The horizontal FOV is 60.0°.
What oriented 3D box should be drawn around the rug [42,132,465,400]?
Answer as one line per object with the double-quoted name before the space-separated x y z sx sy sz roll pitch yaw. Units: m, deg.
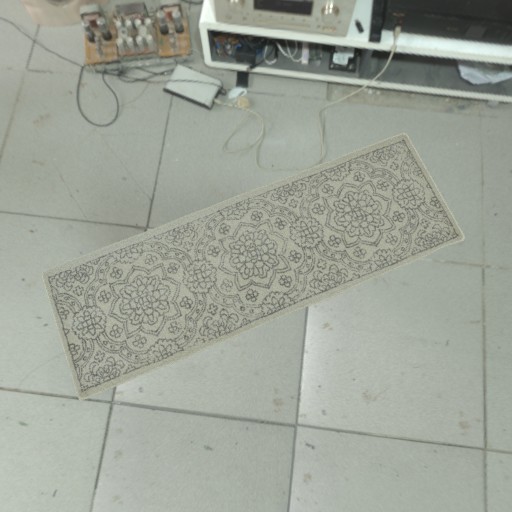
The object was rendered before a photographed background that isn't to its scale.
"rug" 0.000 0.000 2.653 2.431 0.006 0.806 -22 76 -6
